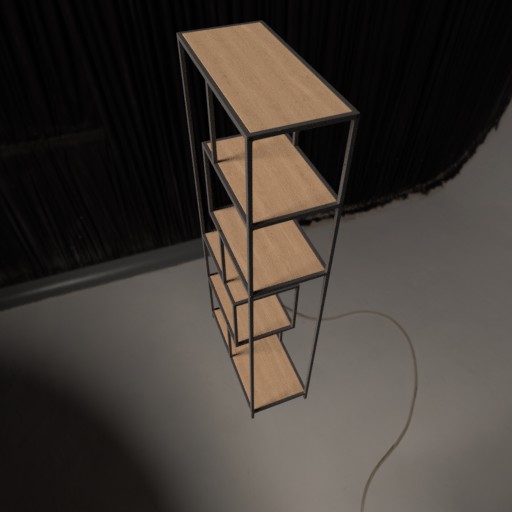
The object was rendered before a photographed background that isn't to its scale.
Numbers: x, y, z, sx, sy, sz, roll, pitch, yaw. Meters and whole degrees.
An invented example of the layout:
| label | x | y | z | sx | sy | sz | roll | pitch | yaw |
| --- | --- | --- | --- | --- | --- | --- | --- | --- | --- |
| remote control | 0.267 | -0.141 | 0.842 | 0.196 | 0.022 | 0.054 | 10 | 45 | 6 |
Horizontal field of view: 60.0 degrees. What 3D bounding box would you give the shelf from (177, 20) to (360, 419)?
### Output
| label | x | y | z | sx | sy | sz | roll | pitch | yaw |
| --- | --- | --- | --- | --- | --- | --- | --- | --- | --- |
| shelf | 0.000 | 0.000 | 2.155 | 0.350 | 1.850 | 0.770 | -16 | 49 | -14 |
